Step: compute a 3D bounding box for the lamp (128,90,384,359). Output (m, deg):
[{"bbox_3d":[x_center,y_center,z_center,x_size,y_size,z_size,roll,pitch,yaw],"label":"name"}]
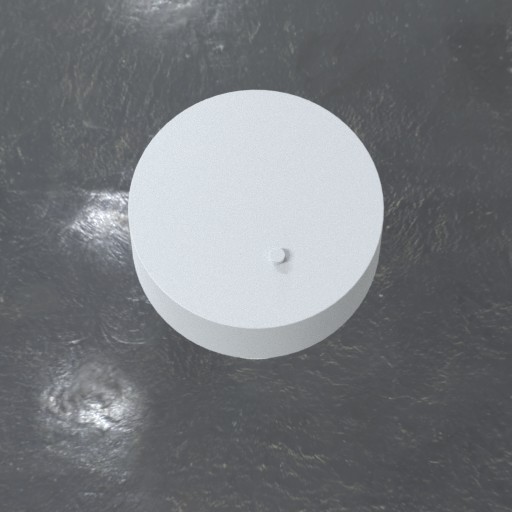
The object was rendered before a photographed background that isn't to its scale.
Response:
[{"bbox_3d":[0.000,0.000,0.626,0.291,0.429,0.291,0,75,0],"label":"lamp"}]
